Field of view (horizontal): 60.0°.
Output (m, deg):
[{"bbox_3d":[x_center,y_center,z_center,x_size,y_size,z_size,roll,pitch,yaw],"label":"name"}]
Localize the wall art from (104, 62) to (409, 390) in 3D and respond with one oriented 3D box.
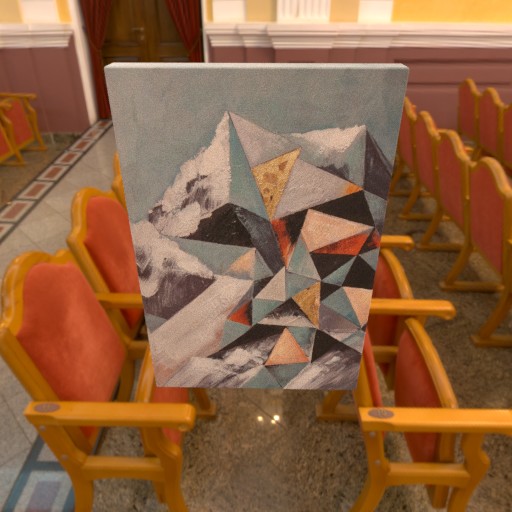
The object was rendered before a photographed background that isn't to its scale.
[{"bbox_3d":[0.000,0.000,1.140,0.609,0.911,0.061,1,31,1],"label":"wall art"}]
